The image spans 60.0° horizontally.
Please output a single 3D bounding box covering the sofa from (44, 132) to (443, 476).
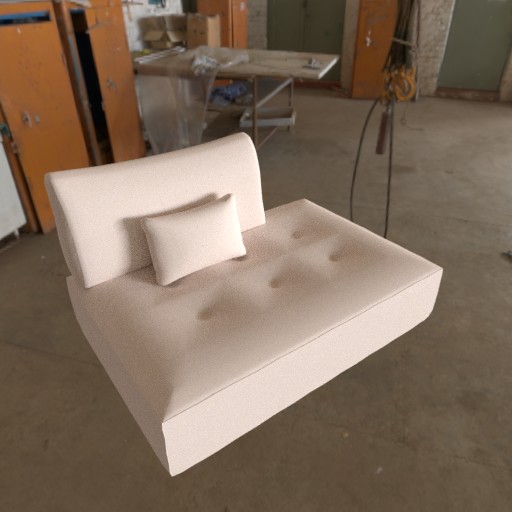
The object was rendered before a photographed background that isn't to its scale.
[{"bbox_3d":[0.000,0.000,2.000,1.450,0.820,1.000,-21,38,-30],"label":"sofa"}]
